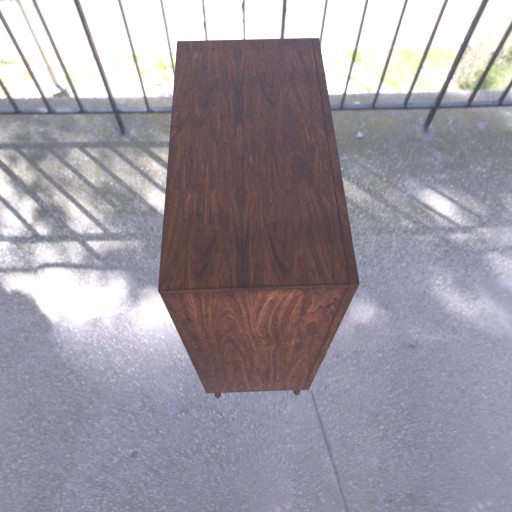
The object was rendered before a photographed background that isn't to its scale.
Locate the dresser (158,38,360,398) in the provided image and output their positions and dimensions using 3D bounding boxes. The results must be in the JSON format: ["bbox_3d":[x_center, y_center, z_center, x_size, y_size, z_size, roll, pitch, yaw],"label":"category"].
[{"bbox_3d":[0.000,0.000,1.872,0.498,1.365,0.919,-2,61,-1],"label":"dresser"}]
